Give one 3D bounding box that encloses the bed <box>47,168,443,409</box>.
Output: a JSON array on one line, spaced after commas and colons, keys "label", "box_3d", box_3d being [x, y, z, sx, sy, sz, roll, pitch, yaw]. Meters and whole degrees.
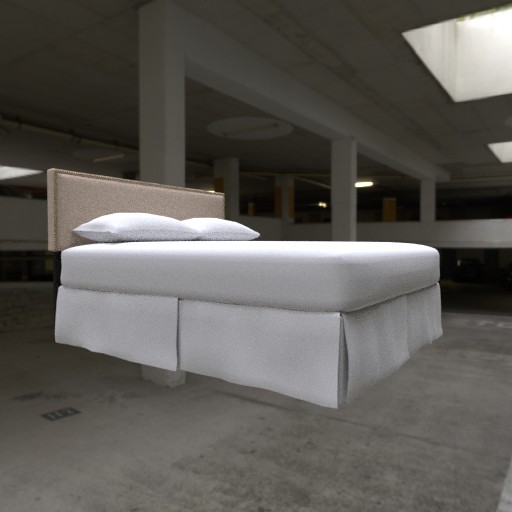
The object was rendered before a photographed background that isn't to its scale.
[{"label": "bed", "box_3d": [0.000, 0.000, 2.705, 1.876, 1.016, 1.616, 1, 2, 35]}]
